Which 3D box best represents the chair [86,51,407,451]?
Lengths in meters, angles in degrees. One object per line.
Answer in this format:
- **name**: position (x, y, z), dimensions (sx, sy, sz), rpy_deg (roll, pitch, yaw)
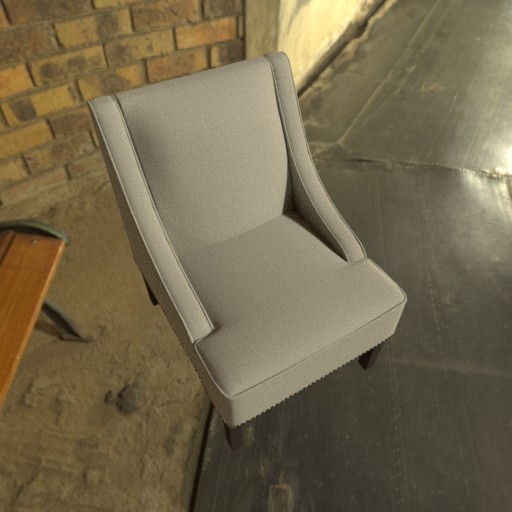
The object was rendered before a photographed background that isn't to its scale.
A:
- **chair**: position (0.000, 0.000, 1.354), dimensions (0.610, 0.864, 0.737), rpy_deg (-24, 52, -20)
